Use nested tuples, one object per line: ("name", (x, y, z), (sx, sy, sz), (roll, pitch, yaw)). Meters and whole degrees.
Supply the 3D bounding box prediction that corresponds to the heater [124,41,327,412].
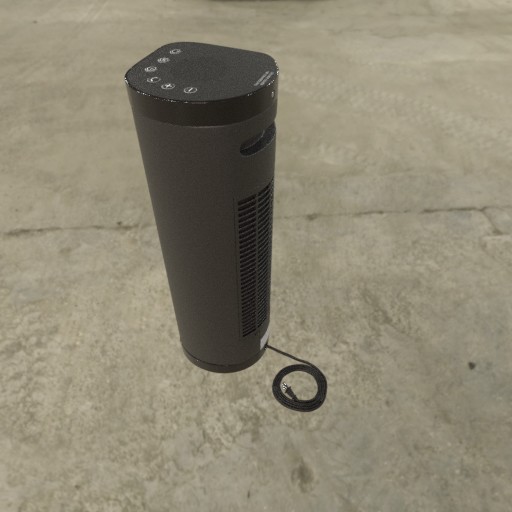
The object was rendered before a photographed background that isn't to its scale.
("heater", (0.000, 0.000, 0.691), (0.312, 0.552, 0.174), (16, 47, 16))
